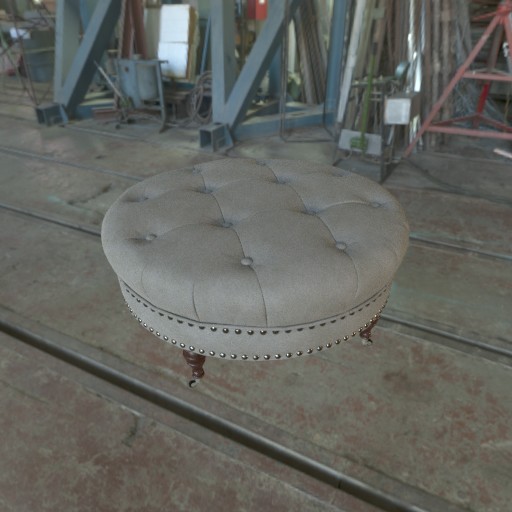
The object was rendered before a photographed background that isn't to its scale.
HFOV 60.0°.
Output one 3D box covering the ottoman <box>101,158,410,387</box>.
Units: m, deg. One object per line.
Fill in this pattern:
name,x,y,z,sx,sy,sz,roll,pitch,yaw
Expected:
ottoman,0.000,0.000,1.421,0.901,0.439,0.901,0,31,0
